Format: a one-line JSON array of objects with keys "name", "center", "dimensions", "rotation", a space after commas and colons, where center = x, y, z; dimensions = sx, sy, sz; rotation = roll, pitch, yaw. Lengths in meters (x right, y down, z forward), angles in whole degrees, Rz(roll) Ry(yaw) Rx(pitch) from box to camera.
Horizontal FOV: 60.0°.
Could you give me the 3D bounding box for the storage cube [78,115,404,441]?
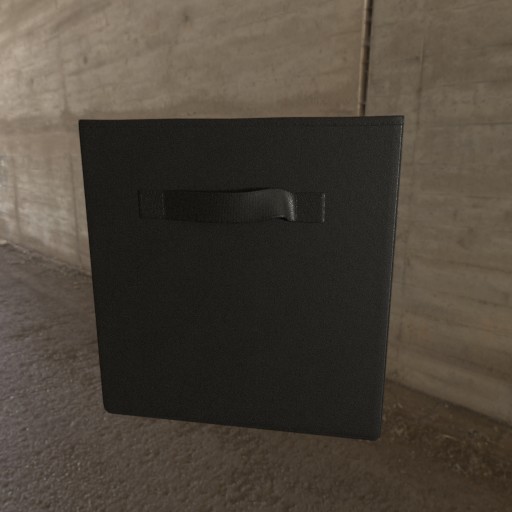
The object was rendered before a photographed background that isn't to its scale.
[{"name": "storage cube", "center": [0.000, 0.000, 0.495], "dimensions": [0.270, 0.280, 0.270], "rotation": [2, 14, 9]}]
